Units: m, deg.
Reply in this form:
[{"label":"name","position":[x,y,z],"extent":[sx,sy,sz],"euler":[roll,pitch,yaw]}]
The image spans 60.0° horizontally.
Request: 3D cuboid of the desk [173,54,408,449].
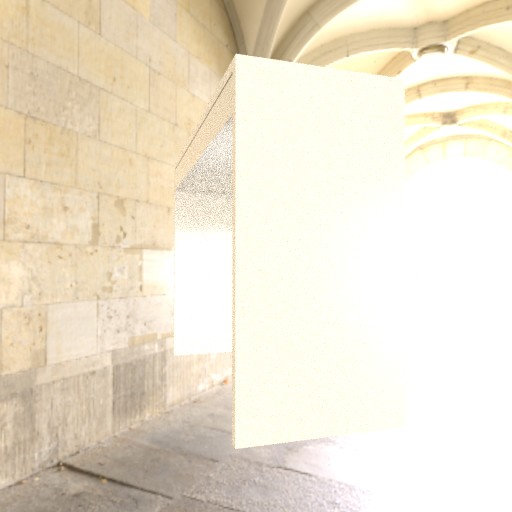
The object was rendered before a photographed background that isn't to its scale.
[{"label":"desk","position":[0.000,0.000,1.422],"extent":[0.400,0.790,1.000],"euler":[0,-2,-17]}]
